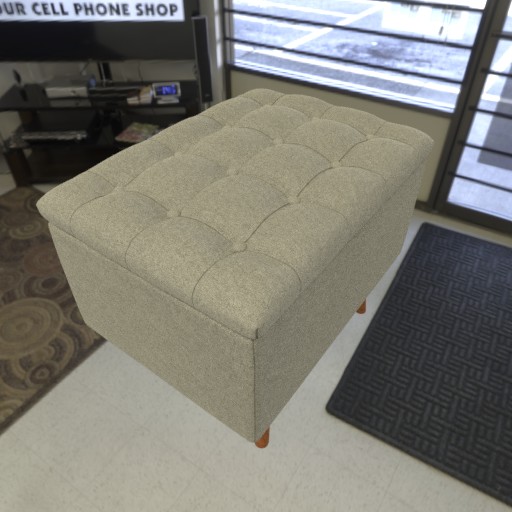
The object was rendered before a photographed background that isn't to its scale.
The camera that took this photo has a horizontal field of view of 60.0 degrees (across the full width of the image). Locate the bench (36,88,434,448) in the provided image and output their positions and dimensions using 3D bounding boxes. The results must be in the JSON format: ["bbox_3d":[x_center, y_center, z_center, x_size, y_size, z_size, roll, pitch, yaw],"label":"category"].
[{"bbox_3d":[0.000,0.000,0.870,0.417,0.469,0.572,26,47,27],"label":"bench"}]
